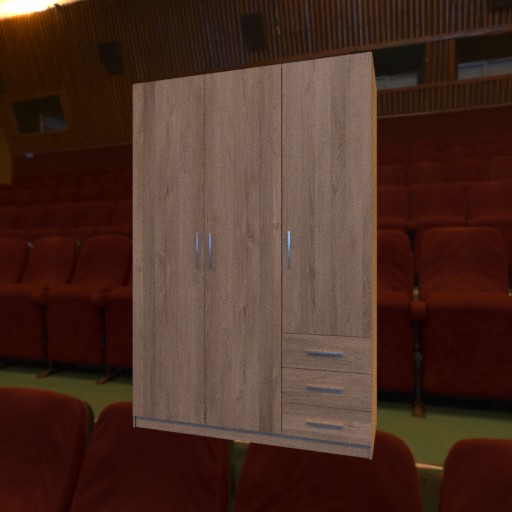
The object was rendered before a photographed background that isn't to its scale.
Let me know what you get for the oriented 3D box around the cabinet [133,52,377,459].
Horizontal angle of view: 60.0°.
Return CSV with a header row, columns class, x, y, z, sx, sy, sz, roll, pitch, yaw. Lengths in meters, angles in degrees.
class,x,y,z,sx,sy,sz,roll,pitch,yaw
cabinet,0.000,0.000,2.496,1.290,1.910,0.510,0,0,18
